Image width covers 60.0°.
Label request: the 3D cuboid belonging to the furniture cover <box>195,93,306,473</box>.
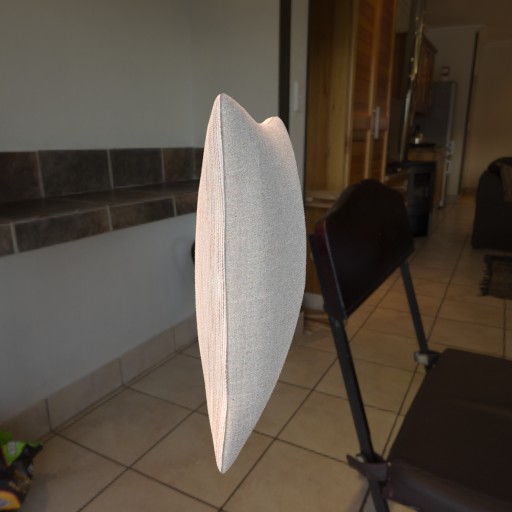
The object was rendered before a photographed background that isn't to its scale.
[{"bbox_3d":[0.000,0.000,0.800,0.178,0.506,0.512,2,15,10],"label":"furniture cover"}]
